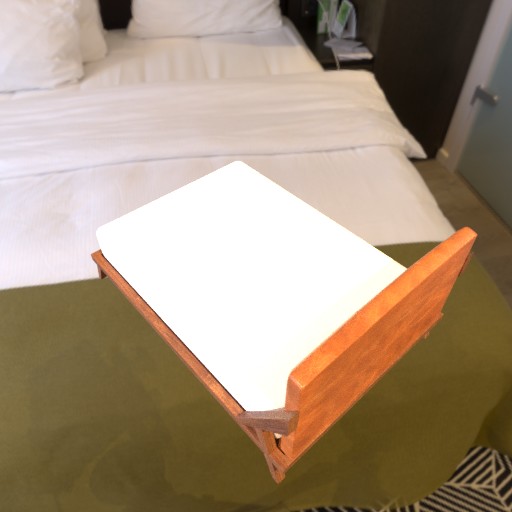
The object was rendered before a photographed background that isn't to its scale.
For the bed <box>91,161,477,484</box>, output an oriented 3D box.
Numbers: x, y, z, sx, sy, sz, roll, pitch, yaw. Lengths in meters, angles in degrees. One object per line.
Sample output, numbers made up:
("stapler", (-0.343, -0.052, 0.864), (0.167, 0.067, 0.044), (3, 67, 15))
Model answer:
("bed", (0.000, 0.000, 3.283), (1.651, 1.168, 2.311), (-32, 54, -28))
